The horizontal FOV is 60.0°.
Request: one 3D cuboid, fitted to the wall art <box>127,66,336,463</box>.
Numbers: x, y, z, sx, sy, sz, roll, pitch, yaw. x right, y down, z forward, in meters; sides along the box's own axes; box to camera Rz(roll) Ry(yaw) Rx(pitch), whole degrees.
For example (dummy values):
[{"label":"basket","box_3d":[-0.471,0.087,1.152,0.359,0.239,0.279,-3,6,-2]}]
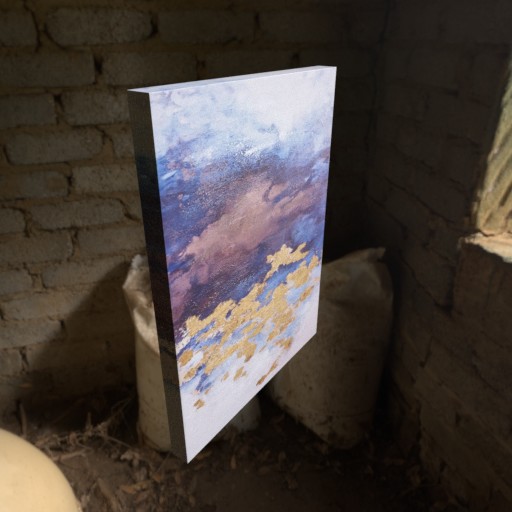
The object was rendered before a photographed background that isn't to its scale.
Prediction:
[{"label":"wall art","box_3d":[0.000,0.000,0.767,0.036,0.581,0.437,18,32,31]}]
